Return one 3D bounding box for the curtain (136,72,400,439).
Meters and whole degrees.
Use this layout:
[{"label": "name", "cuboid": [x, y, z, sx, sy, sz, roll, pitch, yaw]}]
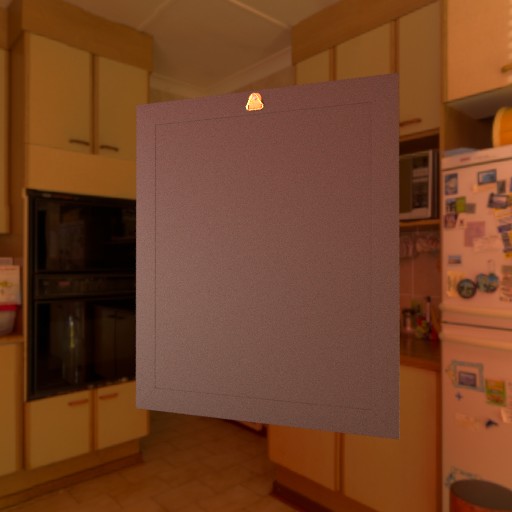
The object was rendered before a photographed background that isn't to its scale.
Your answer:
[{"label": "curtain", "cuboid": [0.000, 0.000, 0.786, 0.483, 0.585, 0.027, 0, 0, 18]}]
